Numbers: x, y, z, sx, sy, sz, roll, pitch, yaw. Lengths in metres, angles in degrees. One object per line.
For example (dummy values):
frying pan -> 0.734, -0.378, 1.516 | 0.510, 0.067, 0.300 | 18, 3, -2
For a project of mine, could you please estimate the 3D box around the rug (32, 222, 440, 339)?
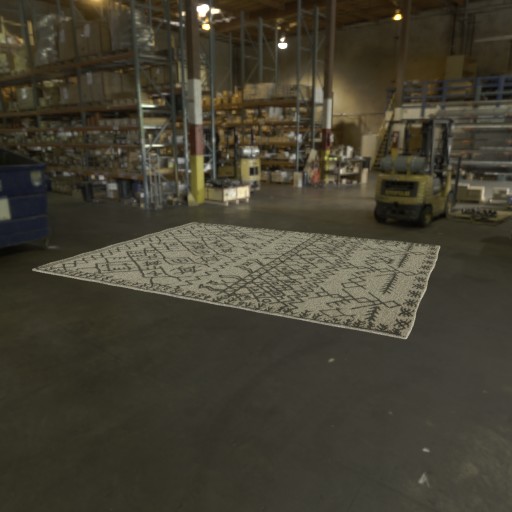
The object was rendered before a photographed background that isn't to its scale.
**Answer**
rug -> 0.000, 0.000, 3.326 | 2.455, 0.025, 1.964 | 7, 16, 25
